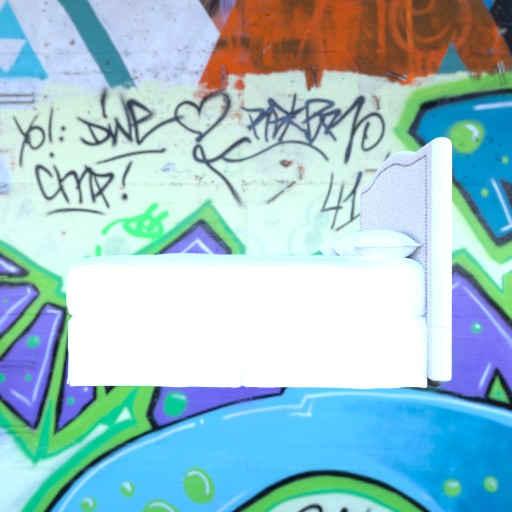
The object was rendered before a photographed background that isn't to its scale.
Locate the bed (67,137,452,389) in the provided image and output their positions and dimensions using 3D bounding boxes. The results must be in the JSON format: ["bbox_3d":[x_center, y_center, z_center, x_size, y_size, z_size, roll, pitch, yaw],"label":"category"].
[{"bbox_3d":[0.000,0.000,3.253,2.143,1.460,1.753,0,0,1],"label":"bed"}]
